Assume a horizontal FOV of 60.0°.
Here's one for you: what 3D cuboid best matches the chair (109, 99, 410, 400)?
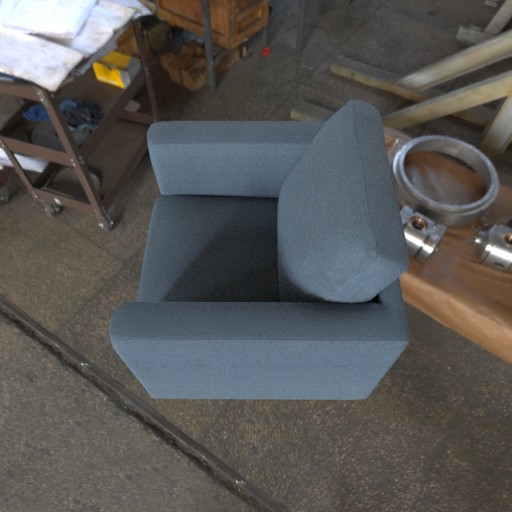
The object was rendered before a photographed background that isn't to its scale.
[{"bbox_3d":[0.000,0.000,1.561,0.820,0.922,0.855,0,58,0],"label":"chair"}]
